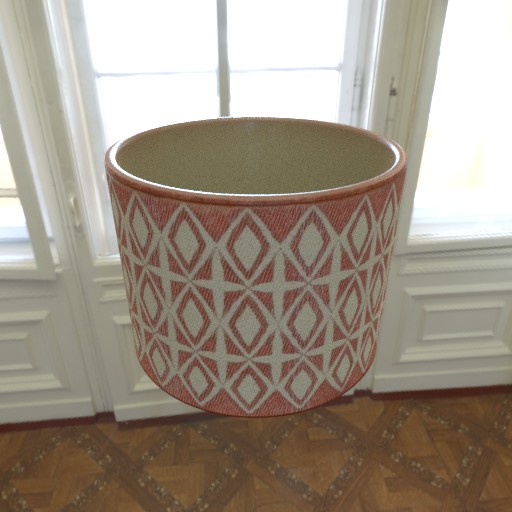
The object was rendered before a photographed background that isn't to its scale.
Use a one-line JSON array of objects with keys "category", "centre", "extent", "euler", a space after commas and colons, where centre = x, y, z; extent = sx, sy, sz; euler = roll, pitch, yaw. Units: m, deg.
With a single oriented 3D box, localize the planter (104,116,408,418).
[{"category": "planter", "centre": [0.000, 0.000, 0.472], "extent": [0.273, 0.237, 0.273], "euler": [0, 29, 0]}]
